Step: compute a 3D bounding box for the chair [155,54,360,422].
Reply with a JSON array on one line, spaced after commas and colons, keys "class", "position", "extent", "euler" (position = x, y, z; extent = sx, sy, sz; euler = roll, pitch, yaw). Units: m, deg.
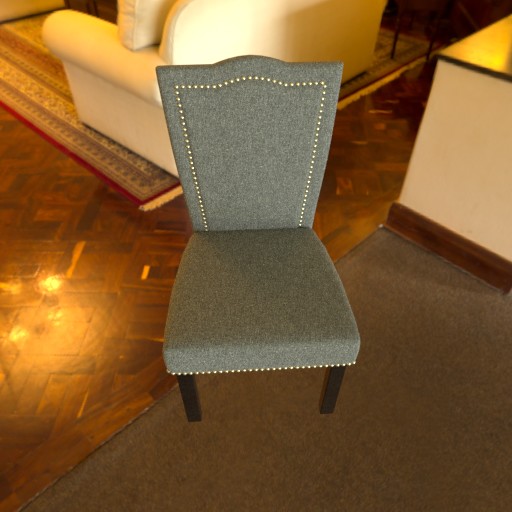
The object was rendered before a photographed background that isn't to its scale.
[{"class": "chair", "position": [0.000, 0.000, 1.294], "extent": [0.518, 0.946, 0.589], "euler": [-2, 45, -2]}]
